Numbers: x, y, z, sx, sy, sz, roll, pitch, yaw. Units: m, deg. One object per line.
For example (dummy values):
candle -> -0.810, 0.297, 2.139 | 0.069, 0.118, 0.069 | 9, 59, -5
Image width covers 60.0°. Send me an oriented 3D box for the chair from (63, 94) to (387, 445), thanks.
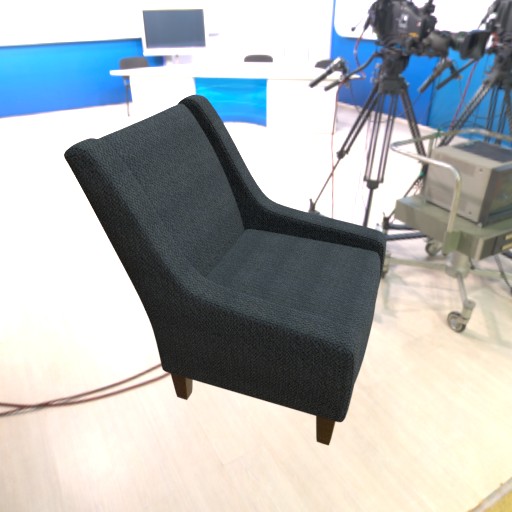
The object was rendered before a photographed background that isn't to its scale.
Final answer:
chair -> 0.000, 0.000, 1.730 | 0.944, 1.012, 0.793 | 11, 33, 18
